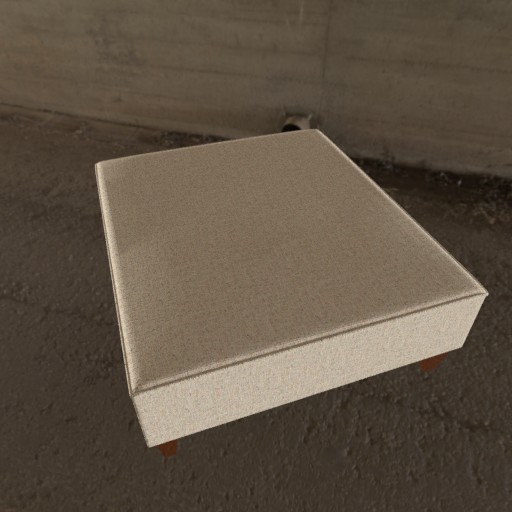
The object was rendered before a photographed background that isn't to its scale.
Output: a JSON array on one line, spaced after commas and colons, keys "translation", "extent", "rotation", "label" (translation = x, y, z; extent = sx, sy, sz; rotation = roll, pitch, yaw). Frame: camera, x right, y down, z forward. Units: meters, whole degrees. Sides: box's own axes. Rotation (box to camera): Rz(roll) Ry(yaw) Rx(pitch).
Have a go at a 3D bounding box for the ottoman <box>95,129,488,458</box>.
[{"translation": [0.000, 0.000, 1.210], "extent": [0.736, 0.303, 0.835], "rotation": [-13, 42, -14], "label": "ottoman"}]
